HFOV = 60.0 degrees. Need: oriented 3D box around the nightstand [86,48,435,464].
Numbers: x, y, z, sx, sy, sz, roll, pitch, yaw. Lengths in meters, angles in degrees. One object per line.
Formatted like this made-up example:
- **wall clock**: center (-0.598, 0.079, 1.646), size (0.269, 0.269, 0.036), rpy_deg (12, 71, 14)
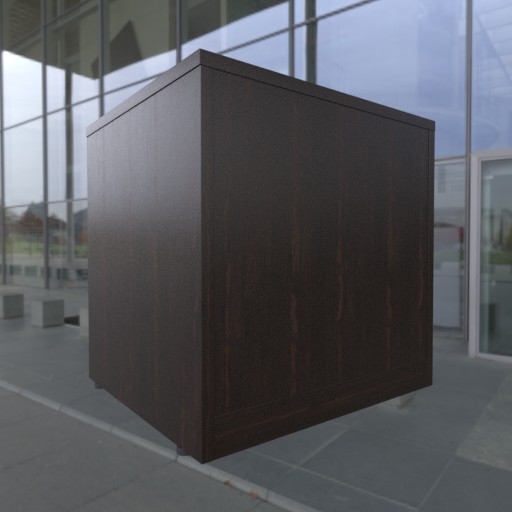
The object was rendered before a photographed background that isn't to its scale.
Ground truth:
- **nightstand**: center (0.000, 0.000, 0.826), size (0.489, 0.487, 0.427), rpy_deg (-1, 2, -37)
